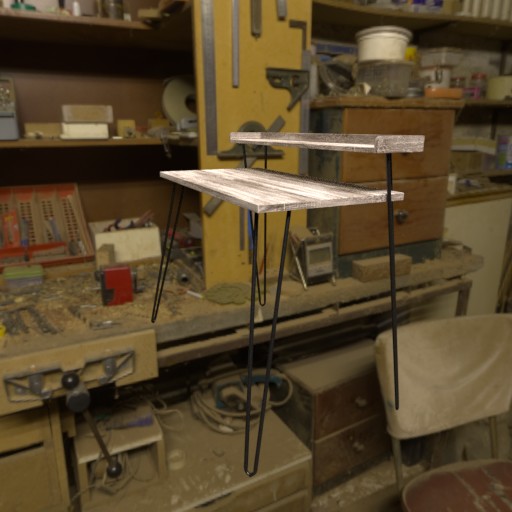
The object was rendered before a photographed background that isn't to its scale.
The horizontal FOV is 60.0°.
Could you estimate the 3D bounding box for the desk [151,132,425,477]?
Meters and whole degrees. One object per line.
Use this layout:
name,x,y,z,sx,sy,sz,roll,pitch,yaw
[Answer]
desk,0.000,0.000,1.696,0.605,0.899,1.135,-8,18,-25
